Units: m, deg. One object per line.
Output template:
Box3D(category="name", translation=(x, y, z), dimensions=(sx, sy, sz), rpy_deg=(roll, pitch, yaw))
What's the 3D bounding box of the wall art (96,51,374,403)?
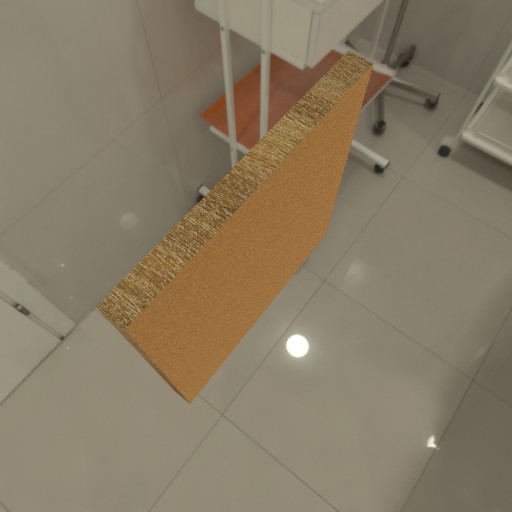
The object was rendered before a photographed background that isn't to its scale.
Box3D(category="wall art", translation=(0.000, 0.000, 0.628), dimensions=(0.039, 0.403, 0.406), rpy_deg=(34, 68, 16))
